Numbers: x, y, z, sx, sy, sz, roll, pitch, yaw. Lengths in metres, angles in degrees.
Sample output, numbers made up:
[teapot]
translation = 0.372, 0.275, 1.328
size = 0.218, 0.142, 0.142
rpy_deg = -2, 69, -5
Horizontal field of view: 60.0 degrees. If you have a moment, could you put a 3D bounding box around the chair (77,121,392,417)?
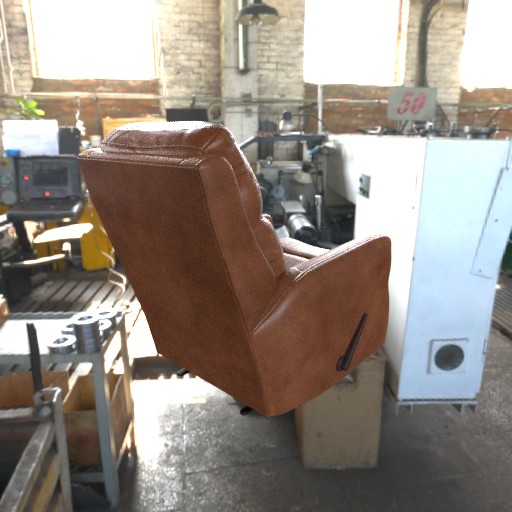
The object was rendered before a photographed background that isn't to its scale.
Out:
[chair]
translation = 0.000, 0.000, 1.772
size = 0.821, 1.016, 1.072
rpy_deg = 15, 21, 42
